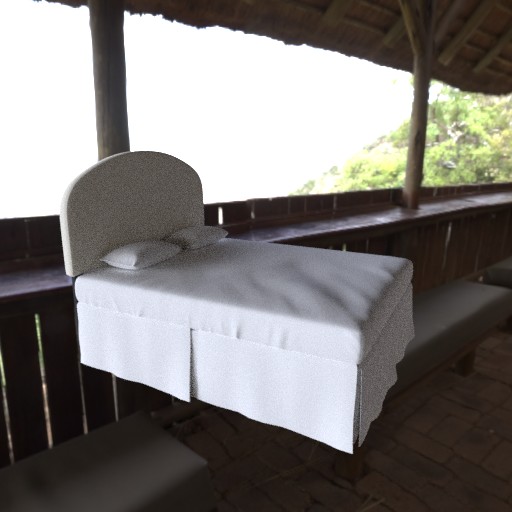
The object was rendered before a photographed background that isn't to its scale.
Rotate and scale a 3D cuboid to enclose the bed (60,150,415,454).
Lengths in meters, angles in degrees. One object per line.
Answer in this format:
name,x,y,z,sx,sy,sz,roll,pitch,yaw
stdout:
bed,0.000,0.000,3.072,2.005,1.410,1.607,7,16,26
